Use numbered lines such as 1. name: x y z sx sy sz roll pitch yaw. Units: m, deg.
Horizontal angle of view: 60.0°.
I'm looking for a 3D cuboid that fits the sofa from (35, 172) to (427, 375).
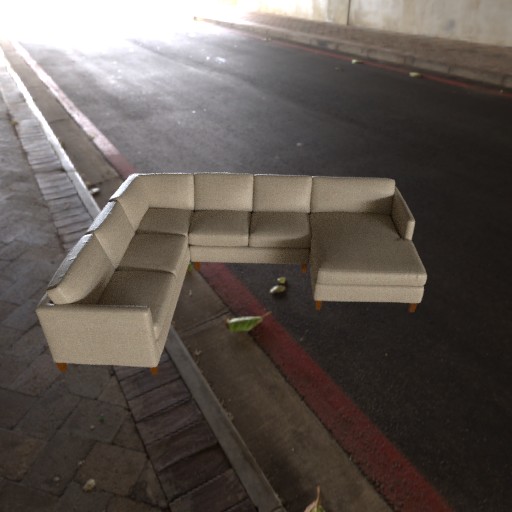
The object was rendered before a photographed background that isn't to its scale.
1. sofa: 0.000 0.000 4.667 3.460 0.961 2.594 1 33 2
